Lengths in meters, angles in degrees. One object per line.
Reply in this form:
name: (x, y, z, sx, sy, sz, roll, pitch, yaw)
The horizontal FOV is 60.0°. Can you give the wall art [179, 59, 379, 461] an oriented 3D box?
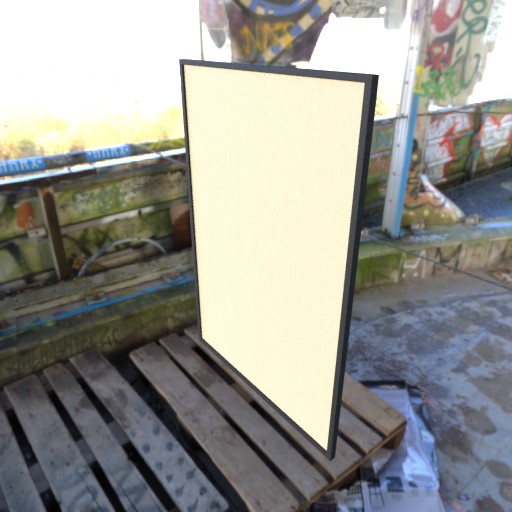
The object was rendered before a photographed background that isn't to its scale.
wall art: (0.000, 0.000, 0.833, 0.013, 0.660, 0.460, -19, 33, -33)
